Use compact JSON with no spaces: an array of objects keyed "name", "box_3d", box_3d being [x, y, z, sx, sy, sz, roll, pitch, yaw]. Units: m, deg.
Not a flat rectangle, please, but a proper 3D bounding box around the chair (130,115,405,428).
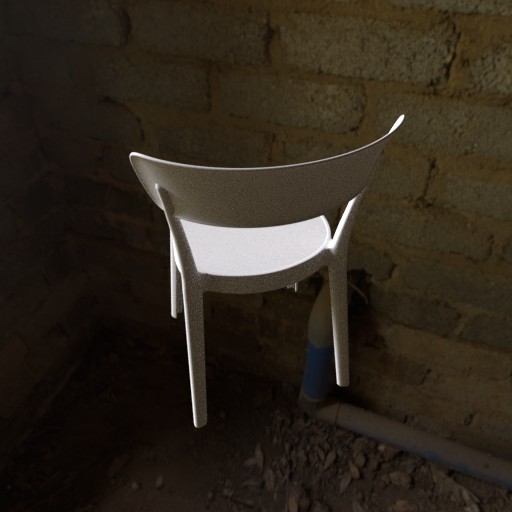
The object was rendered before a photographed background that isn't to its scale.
[{"name":"chair","box_3d":[0.000,0.000,1.115,0.506,0.790,0.491,-11,42,-13]}]
